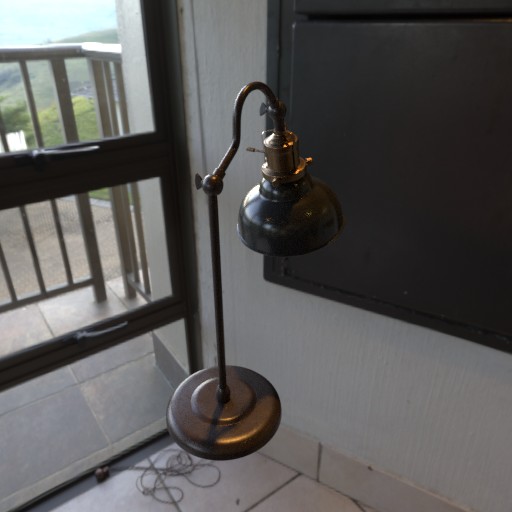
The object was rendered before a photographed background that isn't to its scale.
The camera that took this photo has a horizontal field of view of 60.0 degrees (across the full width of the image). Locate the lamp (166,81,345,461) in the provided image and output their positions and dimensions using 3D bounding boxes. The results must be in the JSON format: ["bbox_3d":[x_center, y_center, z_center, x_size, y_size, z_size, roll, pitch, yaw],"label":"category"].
[{"bbox_3d":[0.000,0.000,0.689,0.192,0.508,0.374,19,33,31],"label":"lamp"}]
